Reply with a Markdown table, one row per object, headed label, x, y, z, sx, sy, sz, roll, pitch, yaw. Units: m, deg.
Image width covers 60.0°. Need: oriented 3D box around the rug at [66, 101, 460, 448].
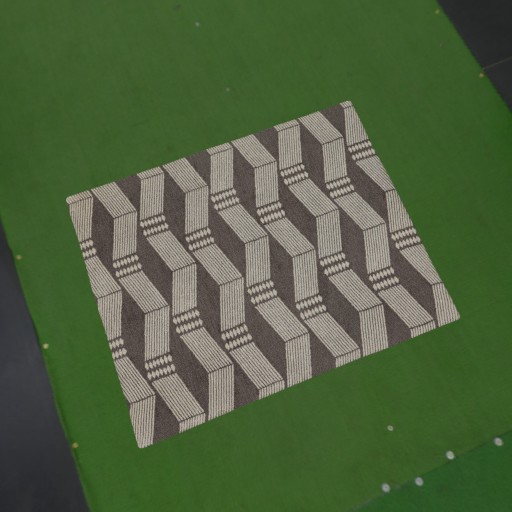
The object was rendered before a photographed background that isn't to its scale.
| label | x | y | z | sx | sy | sz | roll | pitch | yaw |
| --- | --- | --- | --- | --- | --- | --- | --- | --- | --- |
| rug | 0.000 | 0.000 | 4.174 | 3.048 | 0.016 | 2.438 | -20 | 76 | -5 |
